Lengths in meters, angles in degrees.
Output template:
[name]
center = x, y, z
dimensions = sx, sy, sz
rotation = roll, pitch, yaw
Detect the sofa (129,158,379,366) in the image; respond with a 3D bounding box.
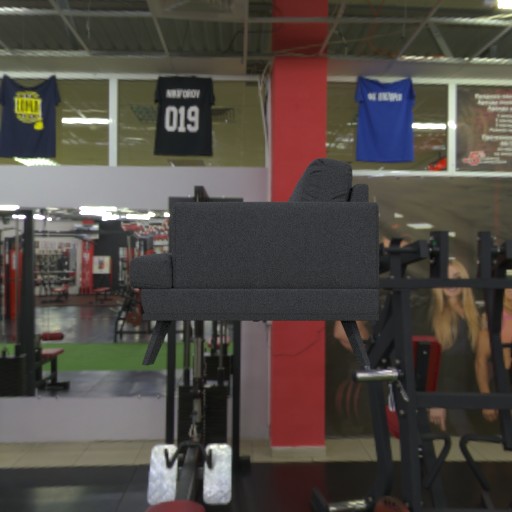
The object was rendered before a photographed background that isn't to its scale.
[sofa]
center = 0.000, 0.000, 2.746
dimensions = 0.920, 0.810, 2.310
rotation = 0, 0, 0
